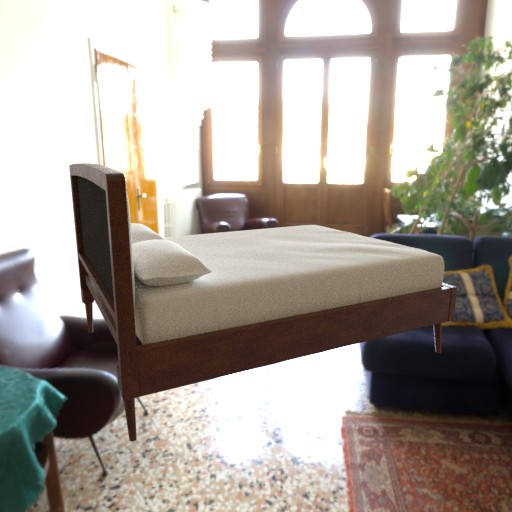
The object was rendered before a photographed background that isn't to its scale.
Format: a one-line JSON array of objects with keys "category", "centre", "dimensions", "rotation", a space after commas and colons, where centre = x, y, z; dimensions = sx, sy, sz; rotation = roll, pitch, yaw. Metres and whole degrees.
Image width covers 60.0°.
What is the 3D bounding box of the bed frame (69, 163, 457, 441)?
[{"category": "bed frame", "centre": [0.000, 0.000, 3.088], "dimensions": [2.171, 1.279, 1.587], "rotation": [-7, 15, -27]}]
